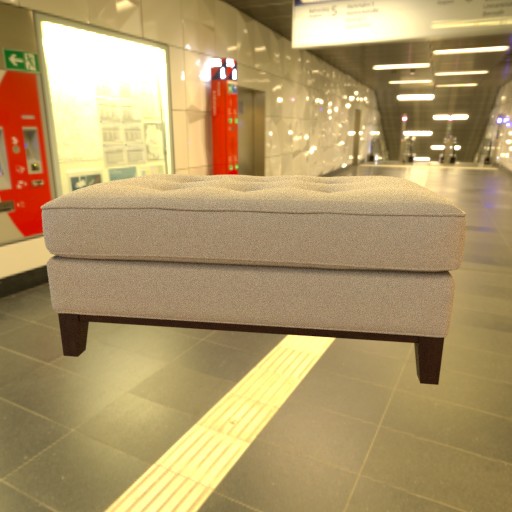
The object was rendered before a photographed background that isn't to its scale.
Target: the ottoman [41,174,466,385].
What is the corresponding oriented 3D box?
[{"bbox_3d":[0.000,0.000,1.485,1.143,0.508,0.648,2,16,8],"label":"ottoman"}]
